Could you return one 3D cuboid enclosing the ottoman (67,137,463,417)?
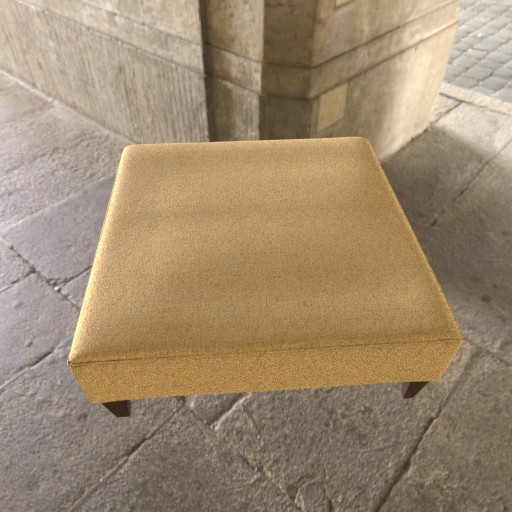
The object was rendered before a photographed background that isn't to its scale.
[{"bbox_3d":[0.000,0.000,1.507,0.970,0.378,0.981,-3,45,-3],"label":"ottoman"}]
